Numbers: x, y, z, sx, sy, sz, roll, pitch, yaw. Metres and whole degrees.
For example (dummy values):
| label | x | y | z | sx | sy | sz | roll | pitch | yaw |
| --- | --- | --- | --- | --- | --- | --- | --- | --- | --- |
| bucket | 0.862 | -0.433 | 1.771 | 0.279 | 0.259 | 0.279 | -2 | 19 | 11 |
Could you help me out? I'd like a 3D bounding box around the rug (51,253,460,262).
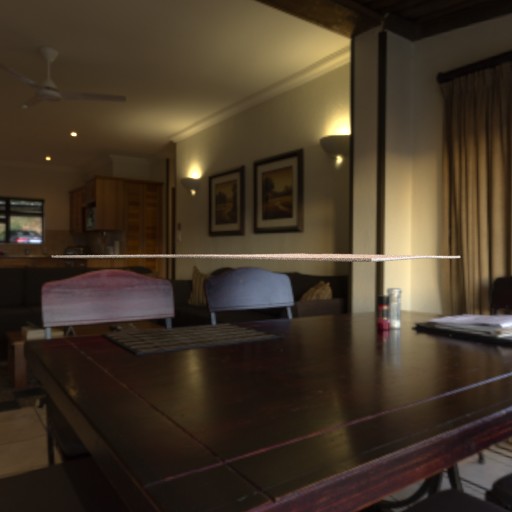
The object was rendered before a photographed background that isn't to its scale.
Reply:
| label | x | y | z | sx | sy | sz | roll | pitch | yaw |
| --- | --- | --- | --- | --- | --- | --- | --- | --- | --- |
| rug | 0.000 | 0.000 | 2.998 | 2.264 | 0.030 | 1.624 | 0 | 1 | 36 |
